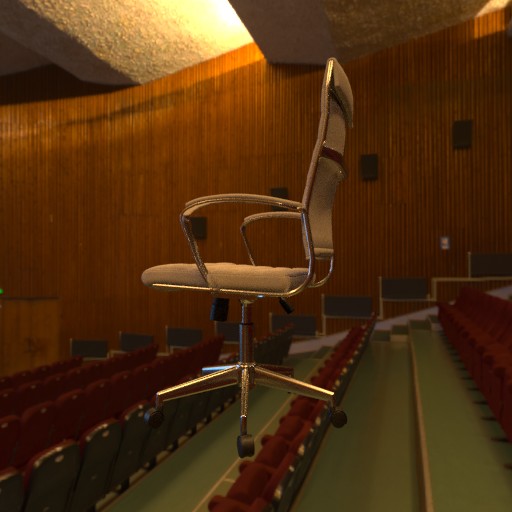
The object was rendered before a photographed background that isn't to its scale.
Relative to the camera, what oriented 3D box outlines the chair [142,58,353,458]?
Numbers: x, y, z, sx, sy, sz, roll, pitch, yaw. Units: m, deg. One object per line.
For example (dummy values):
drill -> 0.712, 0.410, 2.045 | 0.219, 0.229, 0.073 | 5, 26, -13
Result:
chair -> 0.000, 0.000, 1.578 | 0.667, 1.149, 0.679 | 0, 0, 18
